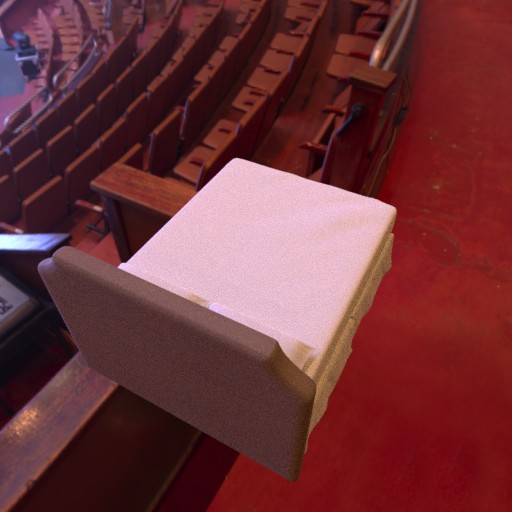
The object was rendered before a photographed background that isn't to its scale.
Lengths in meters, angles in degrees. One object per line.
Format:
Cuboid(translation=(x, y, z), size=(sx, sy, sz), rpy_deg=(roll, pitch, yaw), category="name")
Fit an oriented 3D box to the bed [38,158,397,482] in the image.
Cuboid(translation=(0.000, 0.000, 3.166), size=(1.693, 1.290, 2.116), rpy_deg=(21, 50, 19), category="bed")
